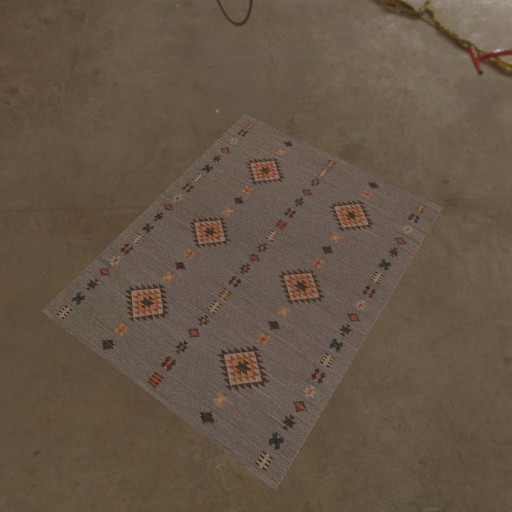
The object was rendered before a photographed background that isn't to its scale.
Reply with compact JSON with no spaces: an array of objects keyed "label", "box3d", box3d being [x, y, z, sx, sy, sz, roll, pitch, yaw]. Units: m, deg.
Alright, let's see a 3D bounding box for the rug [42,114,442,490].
[{"label":"rug","box3d":[0.000,0.000,4.133,2.425,0.008,3.035,30,63,17]}]
